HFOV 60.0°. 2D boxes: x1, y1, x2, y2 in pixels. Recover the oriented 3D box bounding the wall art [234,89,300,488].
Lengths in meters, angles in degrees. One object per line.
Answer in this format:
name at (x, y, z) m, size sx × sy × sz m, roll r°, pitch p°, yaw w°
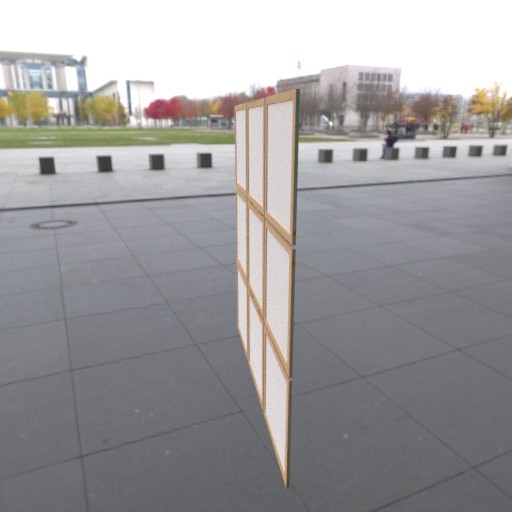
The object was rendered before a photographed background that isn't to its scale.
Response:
wall art at (0.000, 0.000, 2.297) m, size 0.013 × 1.523 × 1.517 m, roll -3°, pitch 17°, yaw -9°
